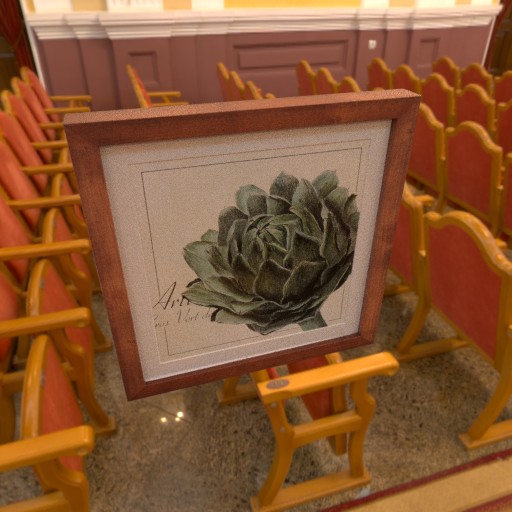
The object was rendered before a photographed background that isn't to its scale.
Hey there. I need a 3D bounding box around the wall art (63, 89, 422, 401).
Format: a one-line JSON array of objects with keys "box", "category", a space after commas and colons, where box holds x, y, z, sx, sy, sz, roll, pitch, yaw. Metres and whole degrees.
[{"box": [0.000, 0.000, 0.578, 0.386, 0.385, 0.038, -10, 34, -15], "category": "wall art"}]
